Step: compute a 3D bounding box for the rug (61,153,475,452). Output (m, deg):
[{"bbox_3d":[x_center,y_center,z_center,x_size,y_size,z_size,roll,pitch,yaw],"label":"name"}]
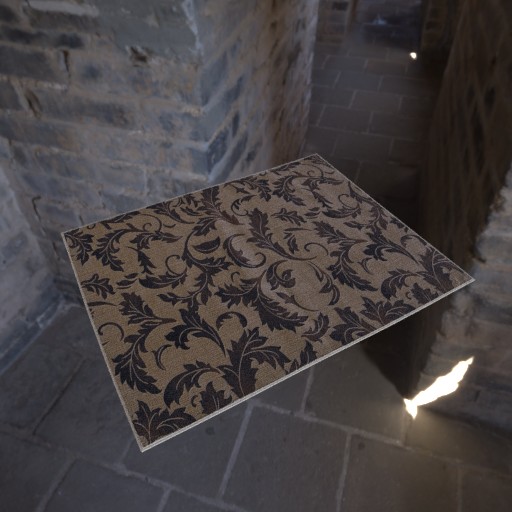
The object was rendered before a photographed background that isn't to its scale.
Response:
[{"bbox_3d":[0.000,0.000,4.001,2.977,0.008,2.380,-21,48,-21],"label":"rug"}]
